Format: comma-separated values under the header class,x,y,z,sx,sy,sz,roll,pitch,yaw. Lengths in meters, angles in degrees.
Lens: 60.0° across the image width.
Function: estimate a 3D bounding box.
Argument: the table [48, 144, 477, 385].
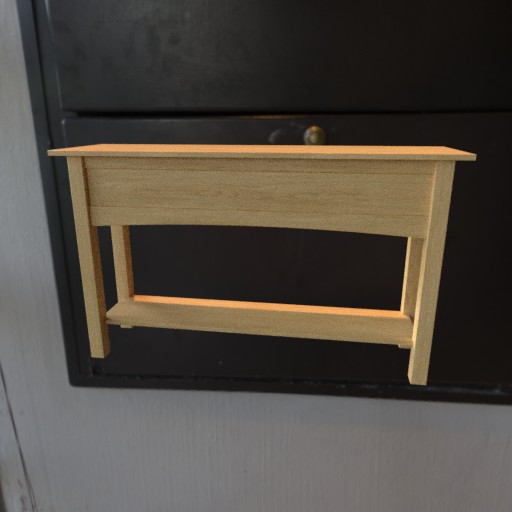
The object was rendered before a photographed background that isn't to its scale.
class,x,y,z,sx,sy,sz,roll,pitch,yaw
table,0.000,0.000,1.540,1.240,0.730,0.350,3,17,8
